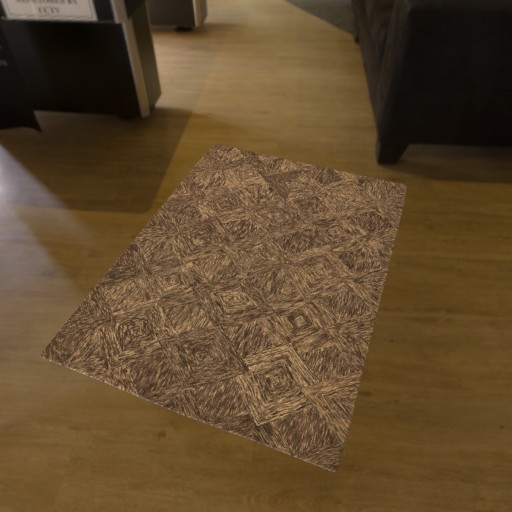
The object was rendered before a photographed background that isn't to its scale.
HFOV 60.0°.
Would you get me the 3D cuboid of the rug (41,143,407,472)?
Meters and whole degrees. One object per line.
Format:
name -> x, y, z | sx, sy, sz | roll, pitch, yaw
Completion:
rug -> 0.000, 0.000, 5.264 | 2.997, 0.020, 4.093 | 16, 48, 14
